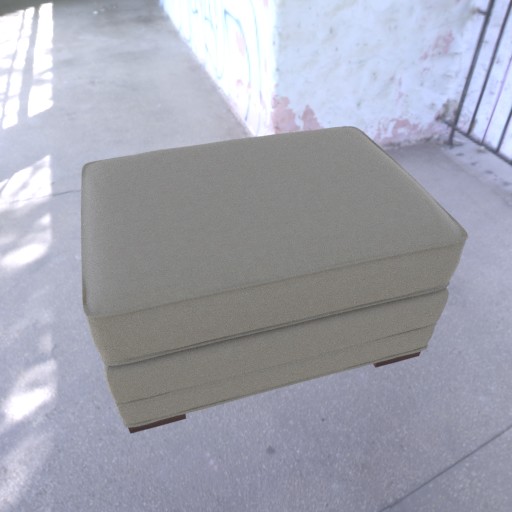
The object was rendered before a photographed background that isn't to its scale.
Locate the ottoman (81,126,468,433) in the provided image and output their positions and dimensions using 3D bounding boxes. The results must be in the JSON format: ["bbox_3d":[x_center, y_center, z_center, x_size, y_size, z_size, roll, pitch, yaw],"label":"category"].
[{"bbox_3d":[0.000,0.000,1.216,0.848,0.482,0.611,-11,43,-12],"label":"ottoman"}]
